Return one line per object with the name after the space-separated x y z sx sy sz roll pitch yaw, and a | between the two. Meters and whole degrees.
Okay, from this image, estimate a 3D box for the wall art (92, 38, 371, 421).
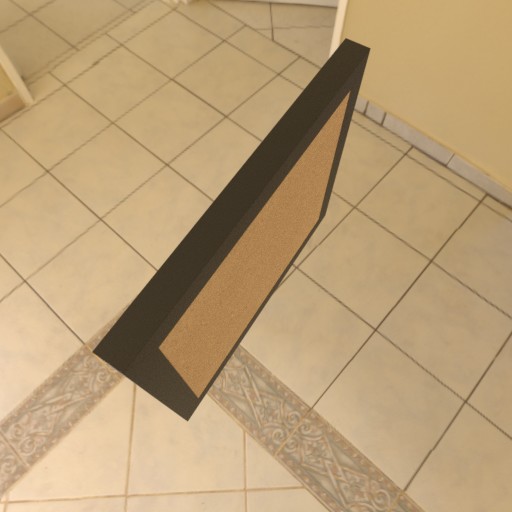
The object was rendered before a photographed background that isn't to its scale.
0.000 0.000 0.520 0.028 0.321 0.381 30 68 14 | wall art
